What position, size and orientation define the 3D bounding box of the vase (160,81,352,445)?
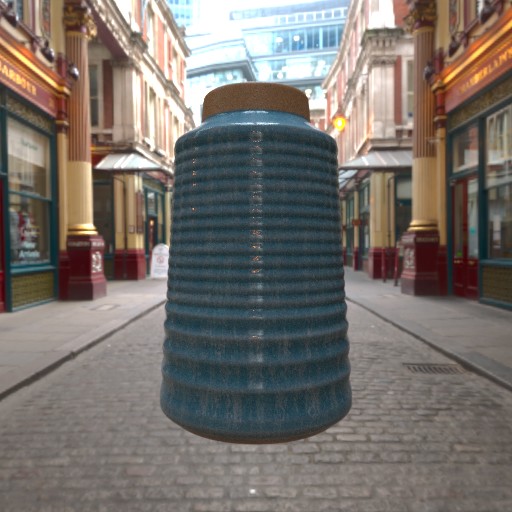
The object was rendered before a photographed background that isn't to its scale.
[{"bbox_3d":[0.000,0.000,0.382,0.163,0.267,0.163,0,1,0],"label":"vase"}]
